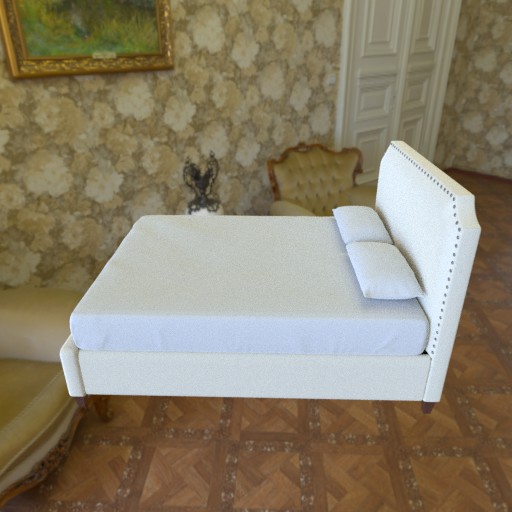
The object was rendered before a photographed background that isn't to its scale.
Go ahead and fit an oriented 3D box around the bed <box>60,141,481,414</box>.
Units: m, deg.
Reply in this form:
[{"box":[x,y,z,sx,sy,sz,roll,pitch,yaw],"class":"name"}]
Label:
[{"box":[0.000,0.000,3.275,2.329,1.415,1.703,1,26,1],"class":"bed"}]
